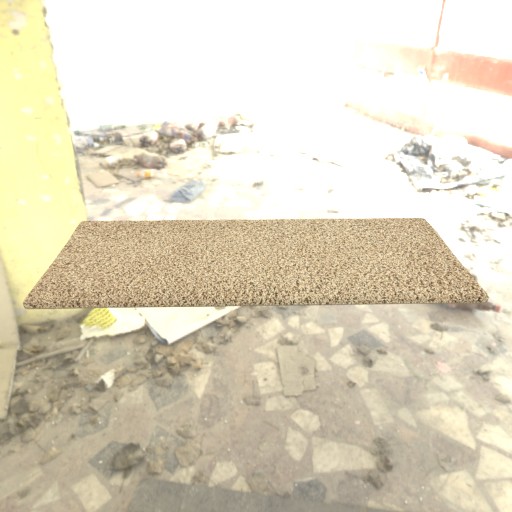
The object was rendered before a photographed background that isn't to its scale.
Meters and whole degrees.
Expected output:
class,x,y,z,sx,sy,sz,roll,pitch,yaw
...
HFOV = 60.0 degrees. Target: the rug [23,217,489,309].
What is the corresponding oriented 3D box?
class,x,y,z,sx,sy,sz,roll,pitch,yaw
rug,0.000,0.000,1.703,1.524,0.030,0.609,-1,30,-1
